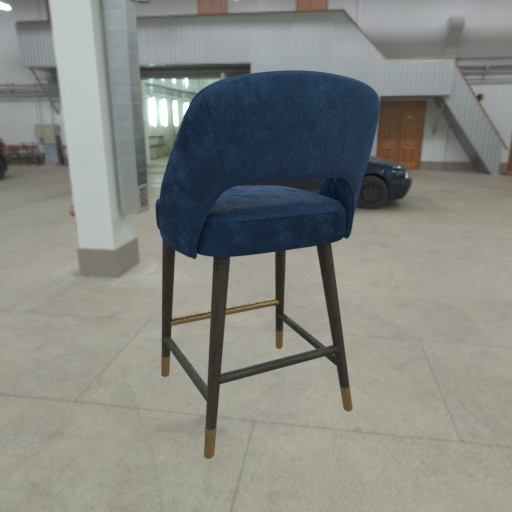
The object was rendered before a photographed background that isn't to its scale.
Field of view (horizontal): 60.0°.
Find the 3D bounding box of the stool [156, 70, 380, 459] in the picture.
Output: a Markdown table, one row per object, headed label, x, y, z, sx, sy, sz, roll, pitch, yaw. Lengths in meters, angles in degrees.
| label | x | y | z | sx | sy | sz | roll | pitch | yaw |
| --- | --- | --- | --- | --- | --- | --- | --- | --- | --- |
| stool | 0.000 | 0.000 | 1.250 | 0.536 | 0.925 | 0.524 | -8 | 19 | -25 |
